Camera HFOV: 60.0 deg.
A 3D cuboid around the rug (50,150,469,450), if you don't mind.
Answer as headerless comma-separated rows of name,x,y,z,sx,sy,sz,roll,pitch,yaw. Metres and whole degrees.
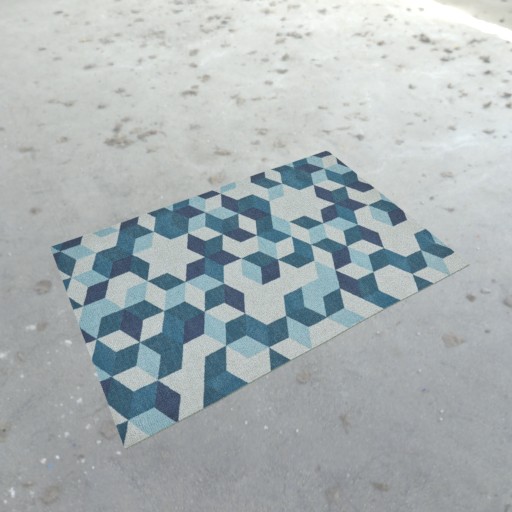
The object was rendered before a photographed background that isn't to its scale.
rug,0.000,0.000,2.315,1.829,0.014,1.235,-23,50,-20
